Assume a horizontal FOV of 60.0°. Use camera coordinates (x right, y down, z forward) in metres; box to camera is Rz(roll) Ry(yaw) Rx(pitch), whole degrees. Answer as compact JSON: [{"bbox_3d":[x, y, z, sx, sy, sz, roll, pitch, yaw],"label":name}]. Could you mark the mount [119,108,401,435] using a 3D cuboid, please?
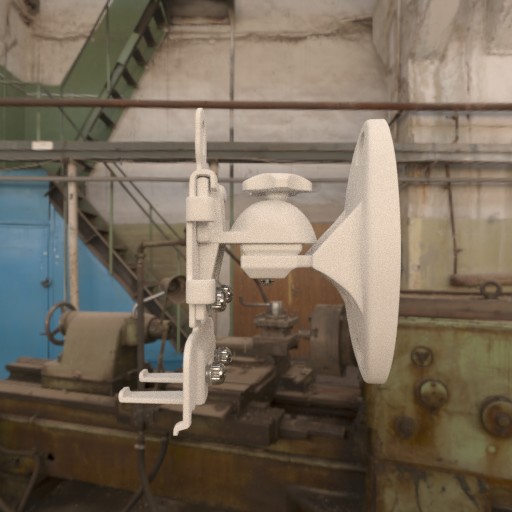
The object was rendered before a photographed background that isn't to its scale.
[{"bbox_3d":[0.000,0.000,0.178,0.100,0.118,0.066,0,0,2],"label":"mount"}]
